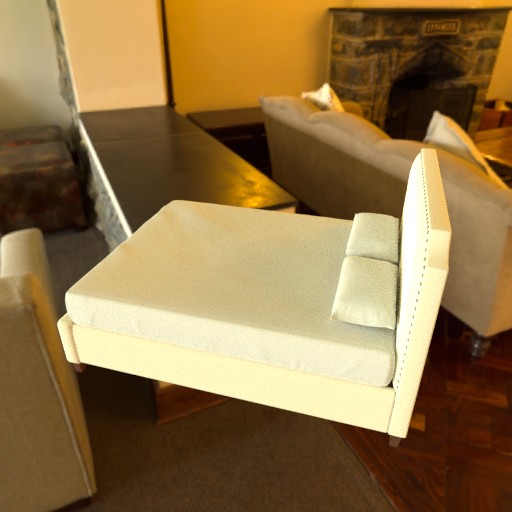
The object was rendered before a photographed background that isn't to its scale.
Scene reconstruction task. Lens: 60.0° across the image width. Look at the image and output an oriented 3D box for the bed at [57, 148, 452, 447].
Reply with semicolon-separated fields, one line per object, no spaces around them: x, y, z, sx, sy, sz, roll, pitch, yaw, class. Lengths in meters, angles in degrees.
0.000;0.000;3.293;2.329;1.415;1.703;8;31;14;bed
